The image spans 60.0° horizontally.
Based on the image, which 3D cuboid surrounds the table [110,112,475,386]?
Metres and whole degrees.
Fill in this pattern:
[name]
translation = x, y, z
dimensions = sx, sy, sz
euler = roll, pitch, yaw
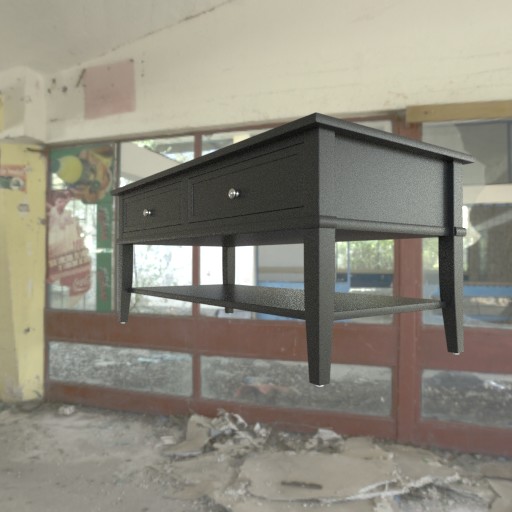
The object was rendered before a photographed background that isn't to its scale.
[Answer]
[table]
translation = 0.000, 0.000, 1.315
dimensions = 0.523, 0.470, 1.044
euler = 0, -1, -36
